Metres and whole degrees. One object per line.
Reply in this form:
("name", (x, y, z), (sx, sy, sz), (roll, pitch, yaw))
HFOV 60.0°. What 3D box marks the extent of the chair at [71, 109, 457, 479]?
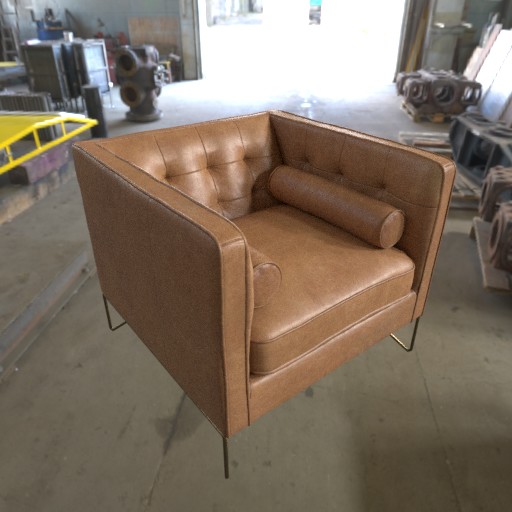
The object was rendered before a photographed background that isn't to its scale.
("chair", (0.000, 0.000, 1.614), (0.920, 0.797, 0.912), (-21, 36, -32))
